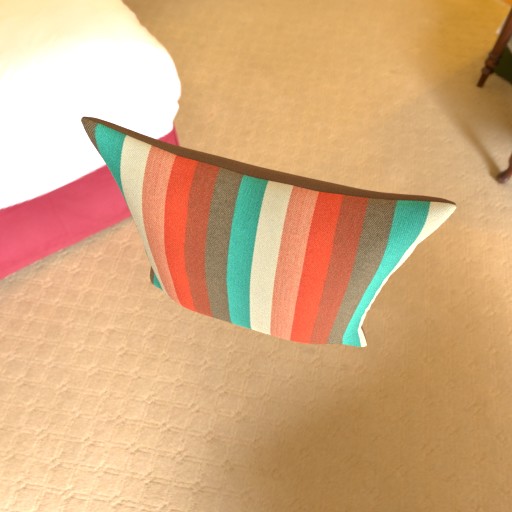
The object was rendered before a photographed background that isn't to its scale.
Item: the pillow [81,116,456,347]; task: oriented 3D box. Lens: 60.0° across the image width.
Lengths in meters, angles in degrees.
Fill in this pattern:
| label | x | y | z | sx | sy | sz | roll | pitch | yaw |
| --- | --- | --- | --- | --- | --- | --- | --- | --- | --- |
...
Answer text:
| label | x | y | z | sx | sy | sz | roll | pitch | yaw |
| --- | --- | --- | --- | --- | --- | --- | --- | --- | --- |
| pillow | 0.000 | 0.000 | 0.699 | 0.453 | 0.443 | 0.168 | 15 | 60 | 9 |
